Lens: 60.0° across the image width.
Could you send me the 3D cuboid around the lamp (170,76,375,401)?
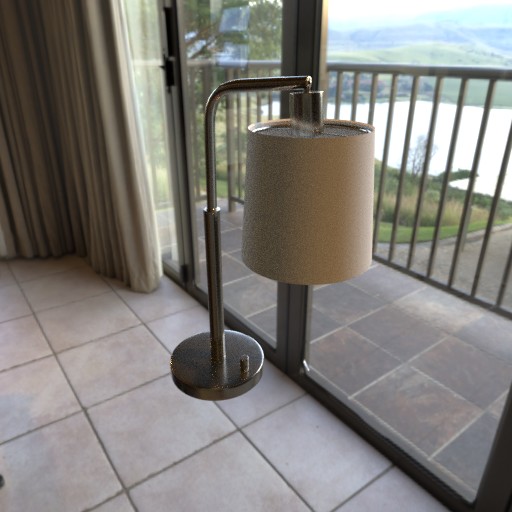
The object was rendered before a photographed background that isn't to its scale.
[{"bbox_3d":[0.000,0.000,0.643,0.333,0.489,0.171,17,30,31],"label":"lamp"}]
